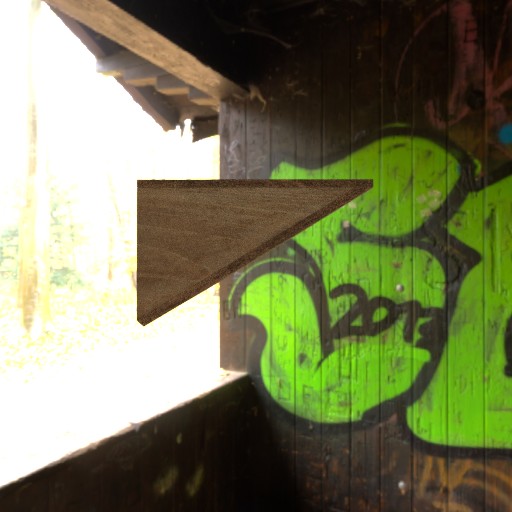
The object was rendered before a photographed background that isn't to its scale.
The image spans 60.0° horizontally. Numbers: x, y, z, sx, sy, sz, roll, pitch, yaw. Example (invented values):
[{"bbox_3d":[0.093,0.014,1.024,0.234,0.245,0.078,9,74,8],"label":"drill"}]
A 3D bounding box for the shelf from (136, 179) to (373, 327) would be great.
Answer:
[{"bbox_3d":[0.000,0.000,0.678,0.200,0.125,0.610,0,0,0],"label":"shelf"}]
